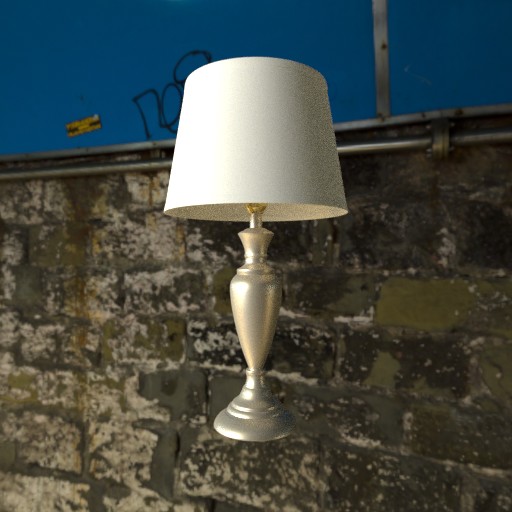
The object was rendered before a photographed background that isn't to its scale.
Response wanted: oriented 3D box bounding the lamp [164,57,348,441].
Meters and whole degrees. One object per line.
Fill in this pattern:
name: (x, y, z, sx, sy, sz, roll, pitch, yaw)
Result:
lamp: (0.000, 0.000, 0.807, 0.328, 0.612, 0.328, 0, 0, 0)
